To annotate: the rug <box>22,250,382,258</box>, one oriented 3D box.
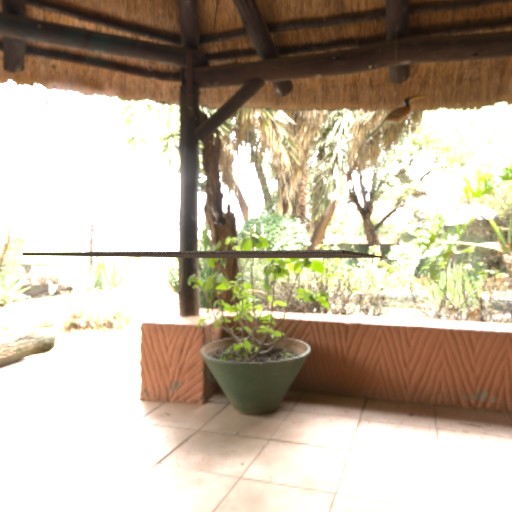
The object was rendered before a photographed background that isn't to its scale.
[{"bbox_3d":[0.000,0.000,3.016,1.524,0.015,2.438,0,-1,19],"label":"rug"}]
